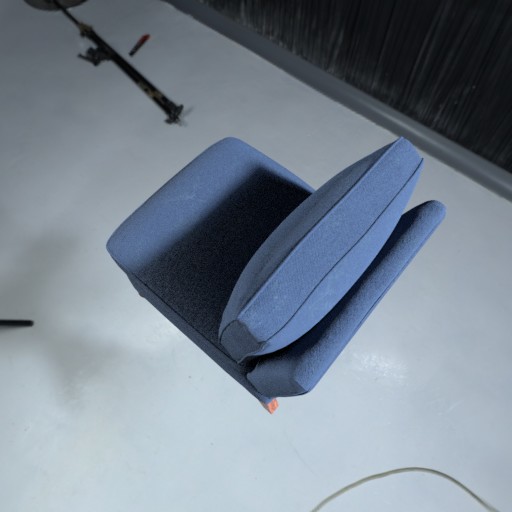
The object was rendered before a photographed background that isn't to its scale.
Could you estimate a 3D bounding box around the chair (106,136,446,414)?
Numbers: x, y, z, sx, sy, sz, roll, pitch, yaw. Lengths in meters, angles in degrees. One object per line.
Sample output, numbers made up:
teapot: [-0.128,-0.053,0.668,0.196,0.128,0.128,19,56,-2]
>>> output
chair: [0.000,0.000,1.639,0.912,1.052,0.724,37,69,17]
